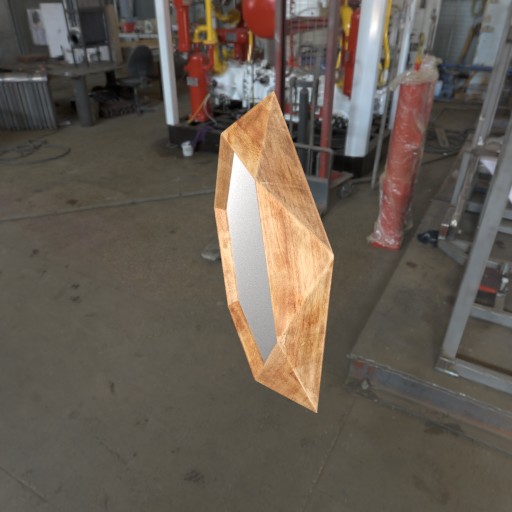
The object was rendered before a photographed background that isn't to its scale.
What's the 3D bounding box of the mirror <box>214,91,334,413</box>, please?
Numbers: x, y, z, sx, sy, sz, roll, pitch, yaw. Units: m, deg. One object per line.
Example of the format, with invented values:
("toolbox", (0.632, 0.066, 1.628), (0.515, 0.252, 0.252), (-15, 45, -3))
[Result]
("mirror", (0.000, 0.000, 1.099), (0.091, 0.779, 0.675), (-8, 33, -13))
